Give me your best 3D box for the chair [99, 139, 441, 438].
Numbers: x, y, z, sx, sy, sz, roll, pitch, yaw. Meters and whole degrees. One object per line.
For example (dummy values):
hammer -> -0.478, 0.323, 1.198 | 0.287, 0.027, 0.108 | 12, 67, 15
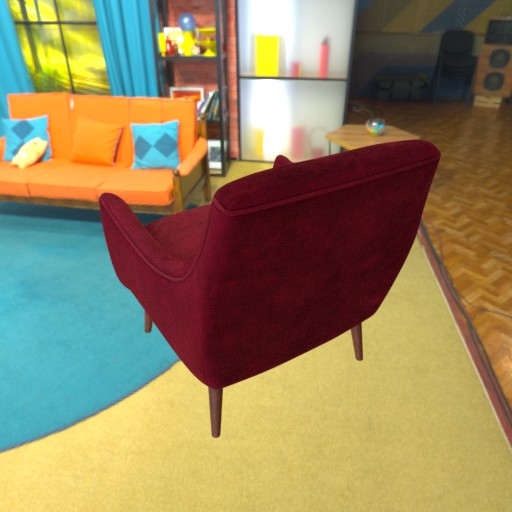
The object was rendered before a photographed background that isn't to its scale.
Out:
chair -> 0.000, 0.000, 1.423 | 0.762, 0.838, 0.787 | -19, 36, -28
